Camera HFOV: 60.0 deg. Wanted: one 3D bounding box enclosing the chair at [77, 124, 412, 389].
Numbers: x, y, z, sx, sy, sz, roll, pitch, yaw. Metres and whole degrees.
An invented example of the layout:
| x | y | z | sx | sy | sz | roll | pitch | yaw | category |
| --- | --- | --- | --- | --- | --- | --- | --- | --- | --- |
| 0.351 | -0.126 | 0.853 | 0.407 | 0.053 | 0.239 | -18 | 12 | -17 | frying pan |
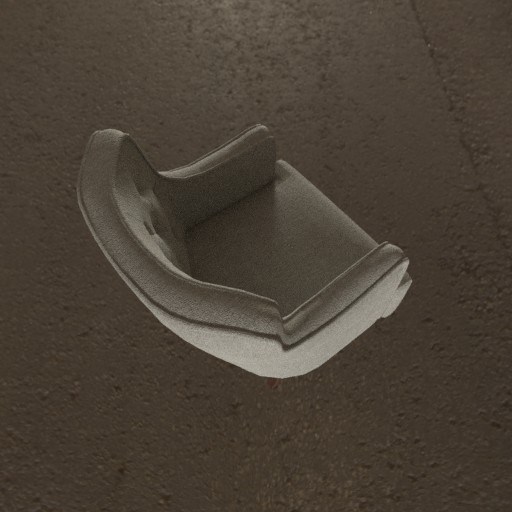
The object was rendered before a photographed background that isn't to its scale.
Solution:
| x | y | z | sx | sy | sz | roll | pitch | yaw | category |
| --- | --- | --- | --- | --- | --- | --- | --- | --- | --- |
| 0.000 | 0.000 | 1.558 | 0.910 | 0.920 | 0.820 | -33 | 63 | -19 | chair |
